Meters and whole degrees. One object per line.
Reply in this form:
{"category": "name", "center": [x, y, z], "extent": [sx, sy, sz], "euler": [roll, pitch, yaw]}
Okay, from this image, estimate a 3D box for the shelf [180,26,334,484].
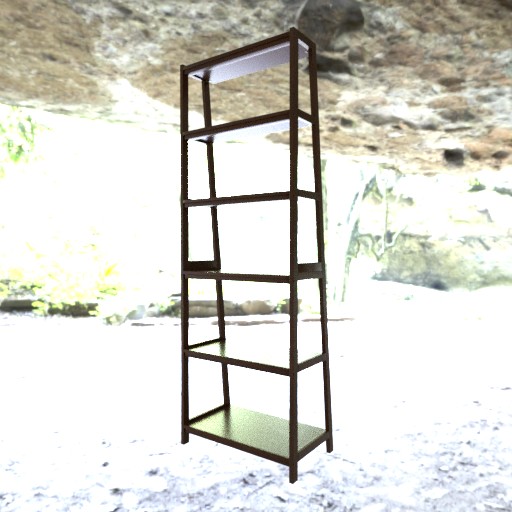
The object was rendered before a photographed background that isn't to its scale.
{"category": "shelf", "center": [0.000, 0.000, 2.177], "extent": [0.660, 1.892, 0.382], "euler": [1, 1, 36]}
